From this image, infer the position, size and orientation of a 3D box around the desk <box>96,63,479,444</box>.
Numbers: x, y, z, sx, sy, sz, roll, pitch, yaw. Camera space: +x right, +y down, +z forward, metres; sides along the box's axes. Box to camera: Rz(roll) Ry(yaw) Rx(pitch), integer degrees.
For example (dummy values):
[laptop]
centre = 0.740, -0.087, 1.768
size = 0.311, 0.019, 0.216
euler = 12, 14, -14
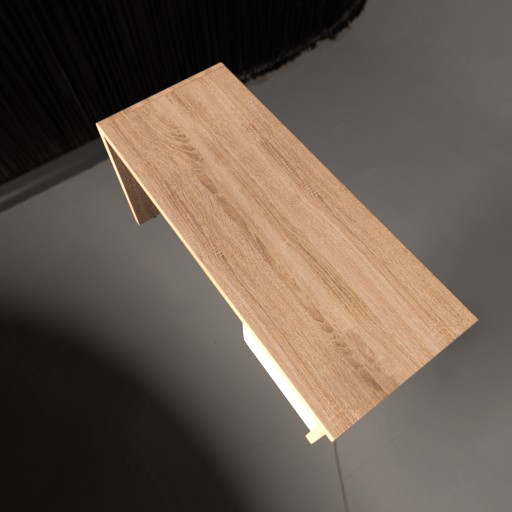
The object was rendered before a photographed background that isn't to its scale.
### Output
[desk]
centre = 0.000, 0.000, 1.664
size = 0.500, 0.750, 1.300
euler = -33, 67, -16
